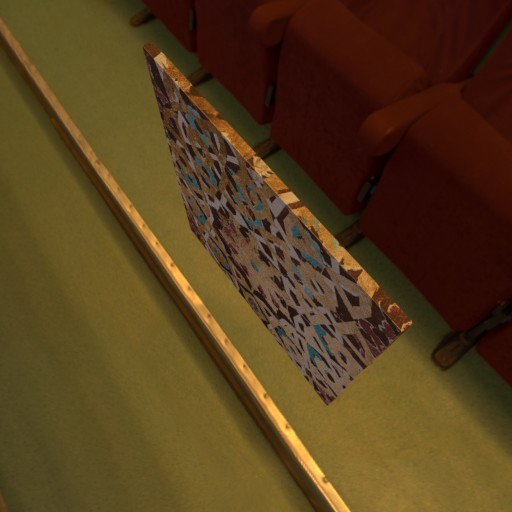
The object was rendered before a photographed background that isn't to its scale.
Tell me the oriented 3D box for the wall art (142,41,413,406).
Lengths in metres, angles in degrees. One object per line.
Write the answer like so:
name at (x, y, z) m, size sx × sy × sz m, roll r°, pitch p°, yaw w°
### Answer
wall art at (0.000, 0.000, 1.126) m, size 0.028 × 0.762 × 0.757 m, roll -33°, pitch 68°, yaw -15°
